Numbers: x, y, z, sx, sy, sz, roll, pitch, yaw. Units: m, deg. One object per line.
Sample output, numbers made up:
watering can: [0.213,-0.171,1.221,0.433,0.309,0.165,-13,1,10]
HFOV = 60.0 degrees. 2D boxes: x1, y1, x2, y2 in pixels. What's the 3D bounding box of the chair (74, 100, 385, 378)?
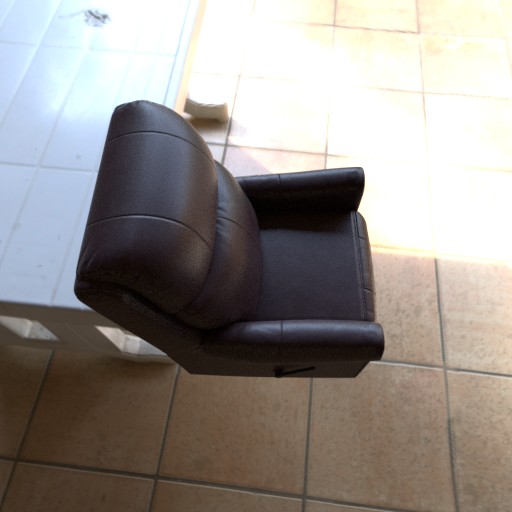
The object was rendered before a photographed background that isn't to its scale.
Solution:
chair: [0.000,0.000,1.780,1.014,1.054,0.838,1,62,0]
